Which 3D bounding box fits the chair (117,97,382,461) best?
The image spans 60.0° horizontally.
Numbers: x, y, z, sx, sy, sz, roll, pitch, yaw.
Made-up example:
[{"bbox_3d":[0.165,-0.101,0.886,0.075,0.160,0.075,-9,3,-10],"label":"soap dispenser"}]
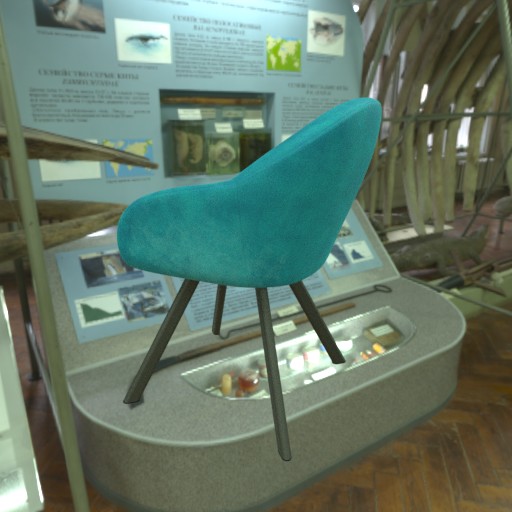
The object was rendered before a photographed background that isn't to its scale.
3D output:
[{"bbox_3d":[0.000,0.000,1.190,0.590,0.795,0.550,9,20,25],"label":"chair"}]
